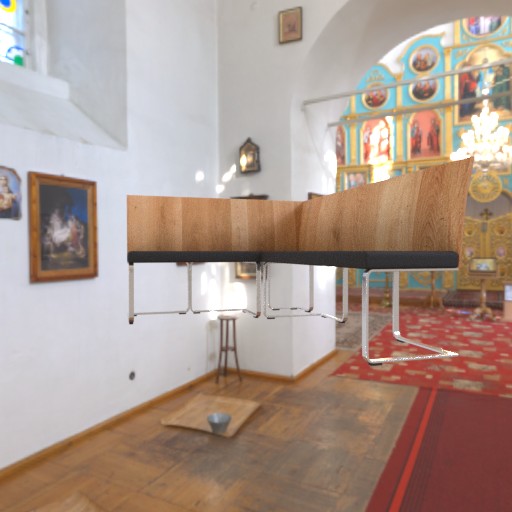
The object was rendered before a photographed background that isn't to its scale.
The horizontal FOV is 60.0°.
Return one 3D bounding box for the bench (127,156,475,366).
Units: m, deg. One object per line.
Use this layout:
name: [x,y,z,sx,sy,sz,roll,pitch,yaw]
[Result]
bench: [0.000,0.000,2.741,1.495,0.930,1.945,0,1,-17]
